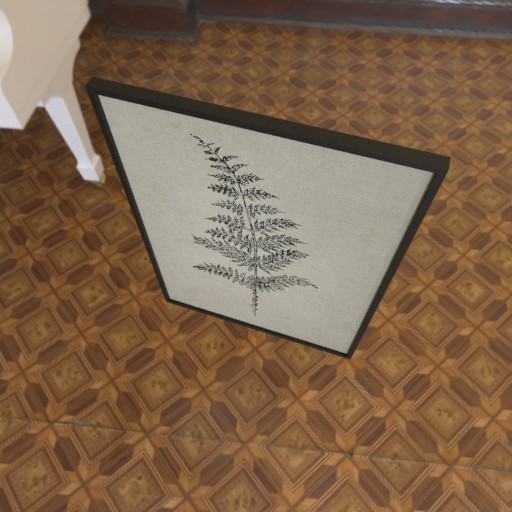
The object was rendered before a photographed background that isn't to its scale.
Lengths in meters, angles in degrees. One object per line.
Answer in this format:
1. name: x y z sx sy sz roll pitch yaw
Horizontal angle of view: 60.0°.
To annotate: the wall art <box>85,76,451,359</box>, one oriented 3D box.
1. wall art: 0.000 0.000 1.387 0.802 1.070 0.036 16 59 10
